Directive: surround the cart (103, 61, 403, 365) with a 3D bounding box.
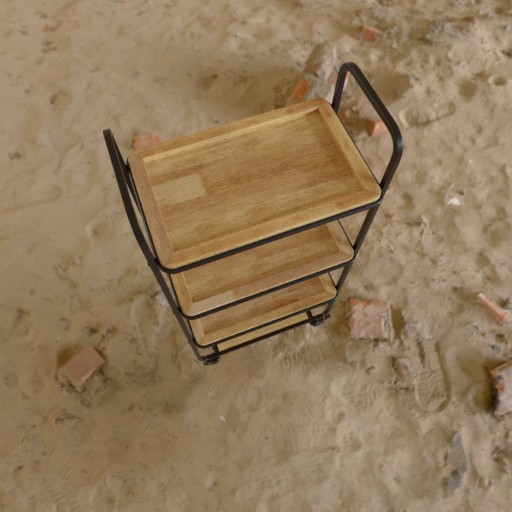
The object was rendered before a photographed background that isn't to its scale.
[{"bbox_3d":[0.000,0.000,1.313,0.545,1.080,0.321,-19,65,-9],"label":"cart"}]
